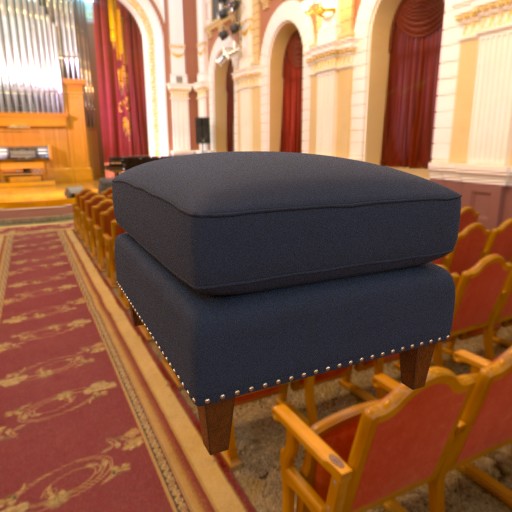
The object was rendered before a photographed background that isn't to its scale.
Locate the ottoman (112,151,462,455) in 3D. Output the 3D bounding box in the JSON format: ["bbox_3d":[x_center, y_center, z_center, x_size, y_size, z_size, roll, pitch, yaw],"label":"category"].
[{"bbox_3d":[0.000,0.000,1.114,0.584,0.513,0.741,-7,16,-26],"label":"ottoman"}]
